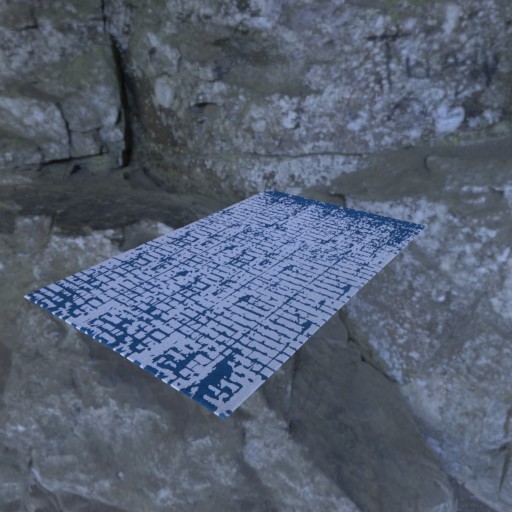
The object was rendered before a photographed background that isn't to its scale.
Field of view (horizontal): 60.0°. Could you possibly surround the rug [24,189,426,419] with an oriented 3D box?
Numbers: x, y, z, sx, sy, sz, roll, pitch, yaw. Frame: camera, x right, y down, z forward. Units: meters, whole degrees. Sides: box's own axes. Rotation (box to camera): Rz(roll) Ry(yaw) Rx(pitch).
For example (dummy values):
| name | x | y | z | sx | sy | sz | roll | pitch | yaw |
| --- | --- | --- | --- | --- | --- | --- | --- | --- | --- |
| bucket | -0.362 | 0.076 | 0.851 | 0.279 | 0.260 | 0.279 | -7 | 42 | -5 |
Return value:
| name | x | y | z | sx | sy | sz | roll | pitch | yaw |
| --- | --- | --- | --- | --- | --- | --- | --- | --- | --- |
| rug | 0.000 | 0.000 | 3.018 | 1.517 | 0.011 | 2.435 | 19 | 32 | 32 |
